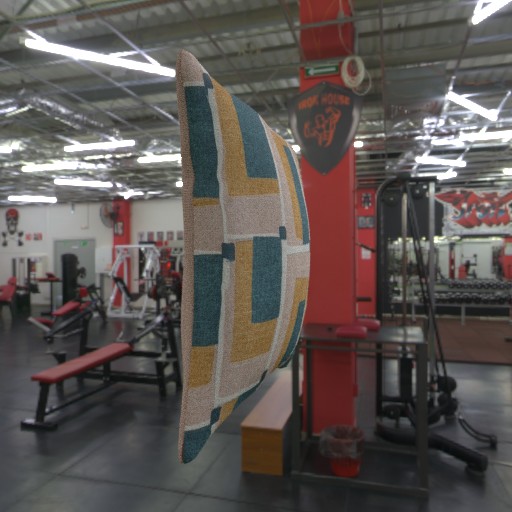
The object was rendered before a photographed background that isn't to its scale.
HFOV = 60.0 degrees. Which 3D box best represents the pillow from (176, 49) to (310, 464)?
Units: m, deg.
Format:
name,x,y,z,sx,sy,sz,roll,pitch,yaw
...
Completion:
name,x,y,z,sx,sy,sz,roll,pitch,yaw
pillow,0.000,0.000,0.730,0.158,0.479,0.478,0,0,19
